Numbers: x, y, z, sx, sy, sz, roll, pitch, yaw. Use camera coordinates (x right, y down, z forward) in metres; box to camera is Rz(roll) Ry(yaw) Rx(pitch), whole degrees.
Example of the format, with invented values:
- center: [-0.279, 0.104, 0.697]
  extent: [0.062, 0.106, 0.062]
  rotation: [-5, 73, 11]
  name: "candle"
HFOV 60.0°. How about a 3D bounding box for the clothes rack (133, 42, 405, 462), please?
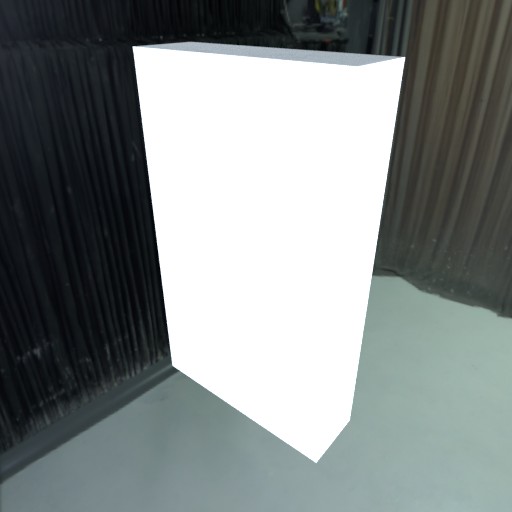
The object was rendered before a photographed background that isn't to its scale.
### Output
- center: [0.000, 0.000, 1.520]
  extent: [0.750, 1.280, 0.250]
  rotation: [22, 37, 34]
  name: "clothes rack"
